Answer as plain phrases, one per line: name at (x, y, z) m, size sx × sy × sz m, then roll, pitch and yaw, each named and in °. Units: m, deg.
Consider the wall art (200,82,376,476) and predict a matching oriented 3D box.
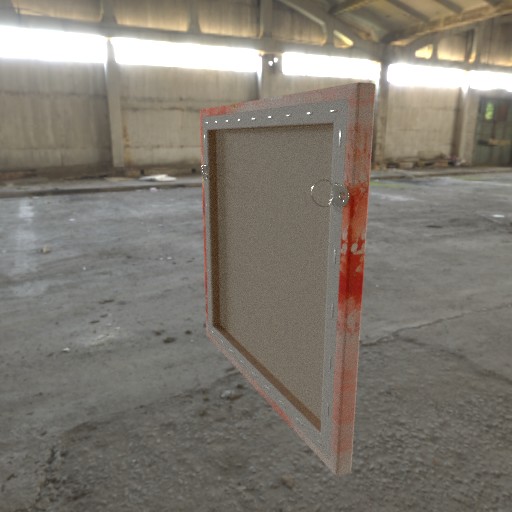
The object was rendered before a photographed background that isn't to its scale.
wall art at (0.000, 0.000, 1.122) m, size 0.064 × 0.746 × 0.747 m, roll -7°, pitch 16°, yaw -26°
